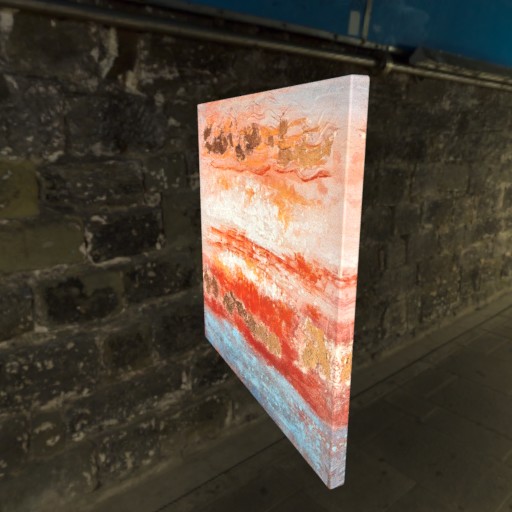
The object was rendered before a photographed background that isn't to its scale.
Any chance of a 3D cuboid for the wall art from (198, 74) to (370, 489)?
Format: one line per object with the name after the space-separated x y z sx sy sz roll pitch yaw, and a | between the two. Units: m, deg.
0.000 0.000 1.088 0.035 0.747 0.747 -7 17 -24 | wall art
